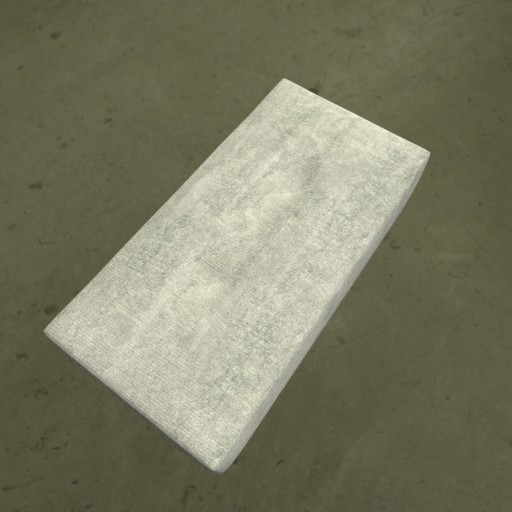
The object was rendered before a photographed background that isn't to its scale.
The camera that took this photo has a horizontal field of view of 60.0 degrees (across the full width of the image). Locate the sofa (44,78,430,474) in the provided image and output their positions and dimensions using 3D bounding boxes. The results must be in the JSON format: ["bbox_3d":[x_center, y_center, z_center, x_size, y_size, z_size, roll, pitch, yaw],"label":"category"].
[{"bbox_3d":[0.000,0.000,1.144,0.480,0.330,0.930,33,68,15],"label":"sofa"}]
